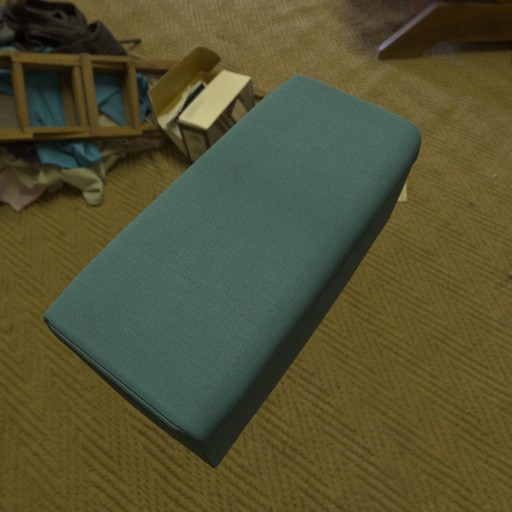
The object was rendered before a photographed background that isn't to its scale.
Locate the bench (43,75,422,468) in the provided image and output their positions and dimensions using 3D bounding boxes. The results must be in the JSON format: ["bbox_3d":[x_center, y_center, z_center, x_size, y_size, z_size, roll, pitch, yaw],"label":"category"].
[{"bbox_3d":[0.000,0.000,1.236,0.476,0.474,0.995,32,64,18],"label":"bench"}]
